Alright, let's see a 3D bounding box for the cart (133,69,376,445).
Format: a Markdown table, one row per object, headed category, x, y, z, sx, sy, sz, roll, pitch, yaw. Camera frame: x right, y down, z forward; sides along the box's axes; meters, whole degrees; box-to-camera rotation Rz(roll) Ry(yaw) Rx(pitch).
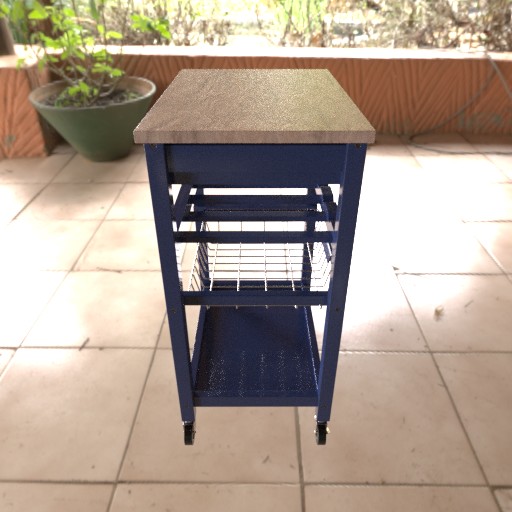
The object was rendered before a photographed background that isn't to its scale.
| category | x | y | z | sx | sy | sz | roll | pitch | yaw |
| --- | --- | --- | --- | --- | --- | --- | --- | --- | --- |
| cart | 0.000 | 0.000 | 1.187 | 0.403 | 0.839 | 0.584 | 0 | 32 | 0 |
